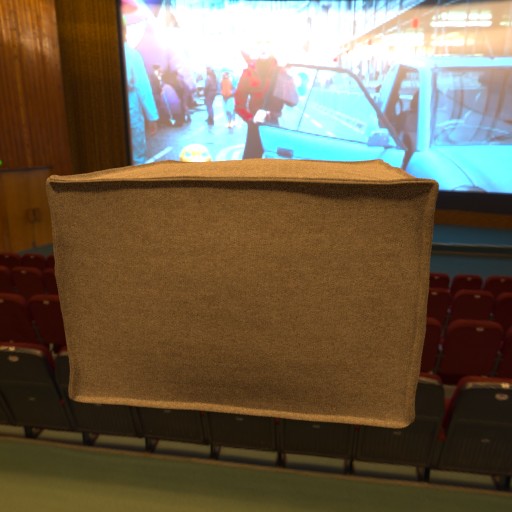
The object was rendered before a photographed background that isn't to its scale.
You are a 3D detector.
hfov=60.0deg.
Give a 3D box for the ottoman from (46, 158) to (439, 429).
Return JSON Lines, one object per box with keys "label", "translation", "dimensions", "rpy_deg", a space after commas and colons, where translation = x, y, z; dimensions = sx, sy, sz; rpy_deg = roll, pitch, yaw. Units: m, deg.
{"label": "ottoman", "translation": [0.000, 0.000, 1.104], "dimensions": [0.707, 0.470, 0.696], "rpy_deg": [2, 16, 7]}
